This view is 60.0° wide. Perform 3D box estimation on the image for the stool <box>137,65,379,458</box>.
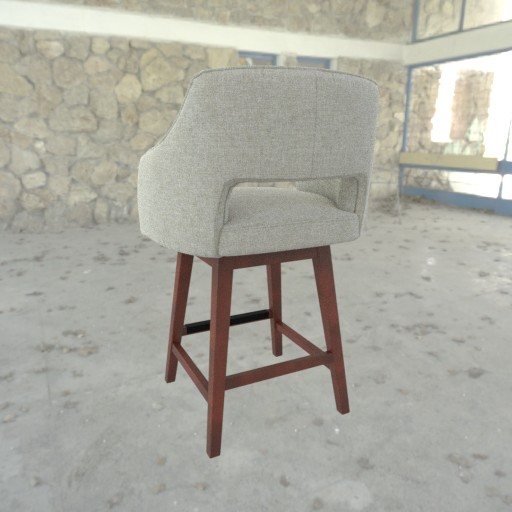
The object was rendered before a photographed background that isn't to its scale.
[{"bbox_3d":[0.000,0.000,1.279,0.599,0.944,0.558,-7,16,-26],"label":"stool"}]
